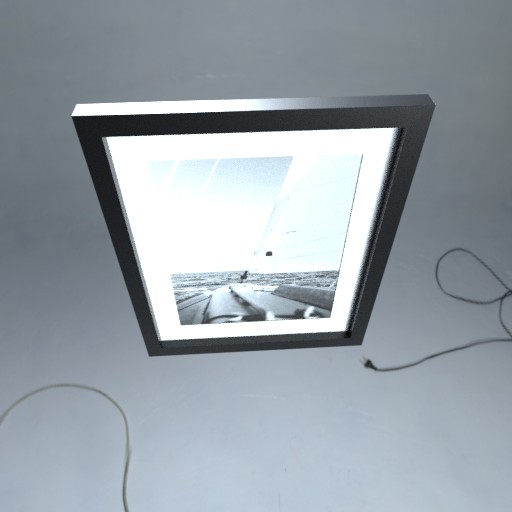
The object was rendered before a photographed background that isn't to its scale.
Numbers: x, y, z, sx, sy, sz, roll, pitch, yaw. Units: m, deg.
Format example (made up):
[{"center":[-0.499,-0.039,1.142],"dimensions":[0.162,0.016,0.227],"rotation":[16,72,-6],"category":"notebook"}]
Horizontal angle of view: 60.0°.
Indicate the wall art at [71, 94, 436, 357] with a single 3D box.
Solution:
[{"center":[0.000,0.000,0.770],"dimensions":[0.461,0.558,0.031],"rotation":[-3,46,-2],"category":"wall art"}]
